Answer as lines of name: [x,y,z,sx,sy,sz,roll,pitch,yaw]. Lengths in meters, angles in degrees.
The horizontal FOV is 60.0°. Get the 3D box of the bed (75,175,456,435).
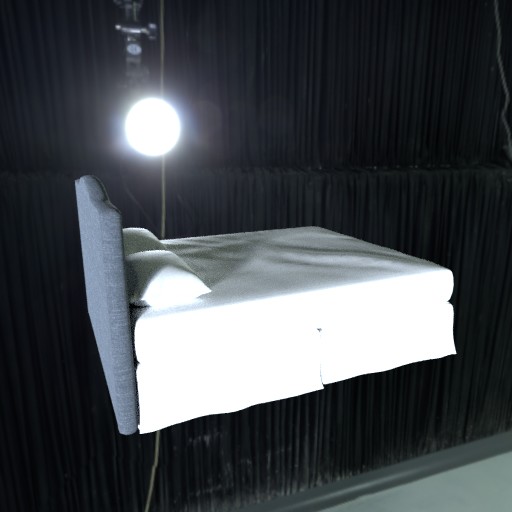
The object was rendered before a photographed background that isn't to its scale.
bed: [0.000,0.000,3.840,2.689,1.457,2.161,-7,16,-24]
